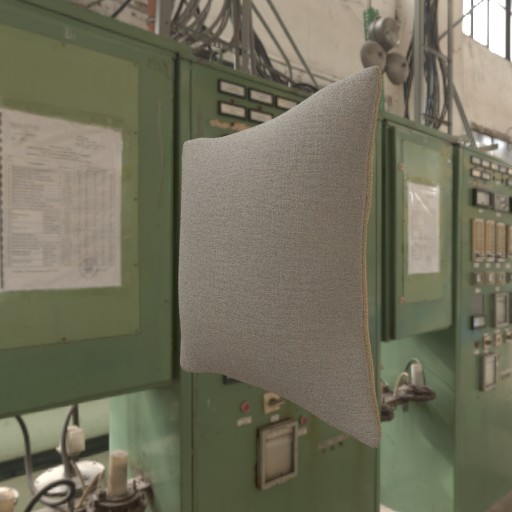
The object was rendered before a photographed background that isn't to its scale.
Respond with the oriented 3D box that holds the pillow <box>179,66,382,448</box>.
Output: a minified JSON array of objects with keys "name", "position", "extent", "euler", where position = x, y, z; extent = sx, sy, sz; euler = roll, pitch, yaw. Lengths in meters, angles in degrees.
[{"name":"pillow","position":[0.000,0.000,0.646],"extent":[0.136,0.419,0.437],"euler":[0,0,-38]}]
